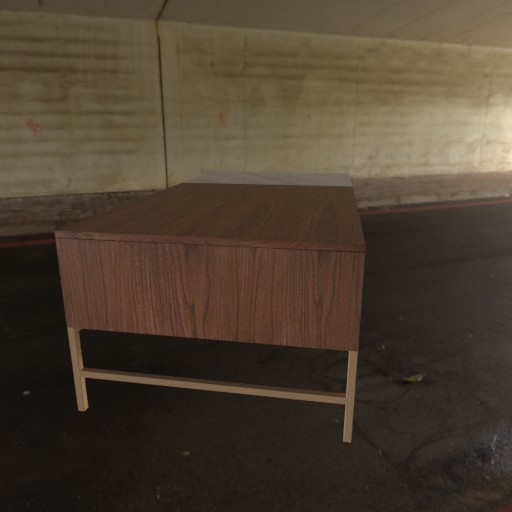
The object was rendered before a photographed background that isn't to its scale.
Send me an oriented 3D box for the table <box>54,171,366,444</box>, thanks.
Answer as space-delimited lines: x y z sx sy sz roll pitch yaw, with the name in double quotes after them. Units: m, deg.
0.000 0.000 1.898 0.789 0.551 1.553 3 17 10 "table"
